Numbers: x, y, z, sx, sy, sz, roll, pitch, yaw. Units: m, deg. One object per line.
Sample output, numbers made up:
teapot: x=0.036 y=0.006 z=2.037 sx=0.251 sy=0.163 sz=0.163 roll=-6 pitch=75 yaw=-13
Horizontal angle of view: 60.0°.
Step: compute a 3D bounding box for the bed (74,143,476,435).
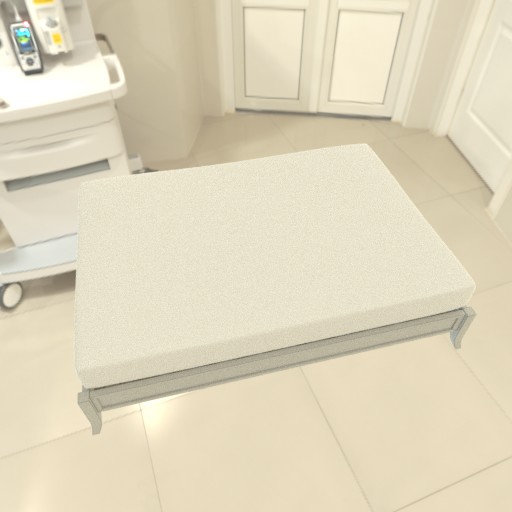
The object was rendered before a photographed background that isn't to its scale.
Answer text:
bed: x=0.000 y=0.000 z=2.600 sx=1.985 sy=0.510 sz=1.460 roll=-10 pitch=47 yaw=-10
